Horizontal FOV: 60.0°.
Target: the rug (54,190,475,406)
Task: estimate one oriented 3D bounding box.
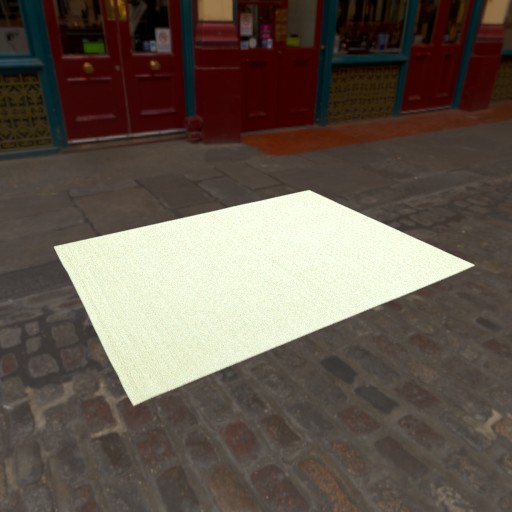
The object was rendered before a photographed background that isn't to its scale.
[{"bbox_3d":[0.000,0.000,4.227,3.204,0.016,2.452,-16,32,-28],"label":"rug"}]
